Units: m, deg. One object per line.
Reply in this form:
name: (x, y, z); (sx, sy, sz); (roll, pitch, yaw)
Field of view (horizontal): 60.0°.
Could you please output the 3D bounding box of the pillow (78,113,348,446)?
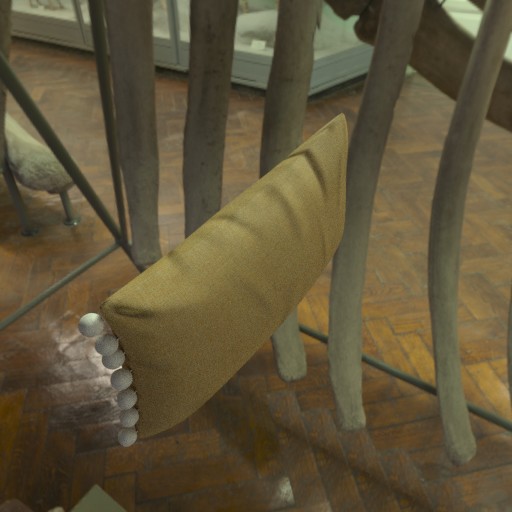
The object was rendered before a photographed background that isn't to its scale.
pillow: (0.000, 0.000, 0.814); (0.201, 0.322, 0.709); (24, 45, 25)
